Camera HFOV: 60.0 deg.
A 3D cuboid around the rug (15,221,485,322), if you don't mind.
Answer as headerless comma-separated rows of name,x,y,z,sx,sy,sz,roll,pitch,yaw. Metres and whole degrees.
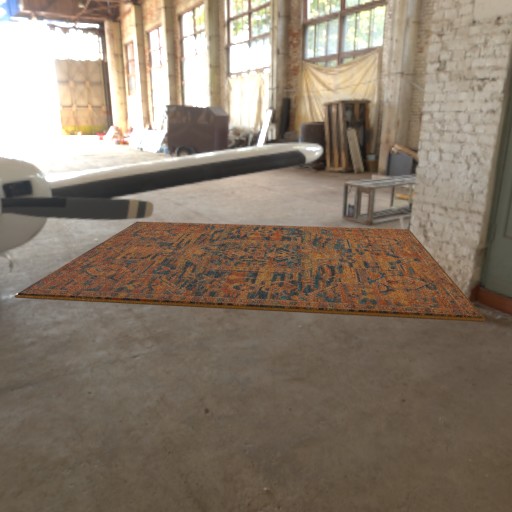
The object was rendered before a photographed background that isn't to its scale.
rug,0.000,0.000,2.802,2.204,0.024,1.588,2,18,7
